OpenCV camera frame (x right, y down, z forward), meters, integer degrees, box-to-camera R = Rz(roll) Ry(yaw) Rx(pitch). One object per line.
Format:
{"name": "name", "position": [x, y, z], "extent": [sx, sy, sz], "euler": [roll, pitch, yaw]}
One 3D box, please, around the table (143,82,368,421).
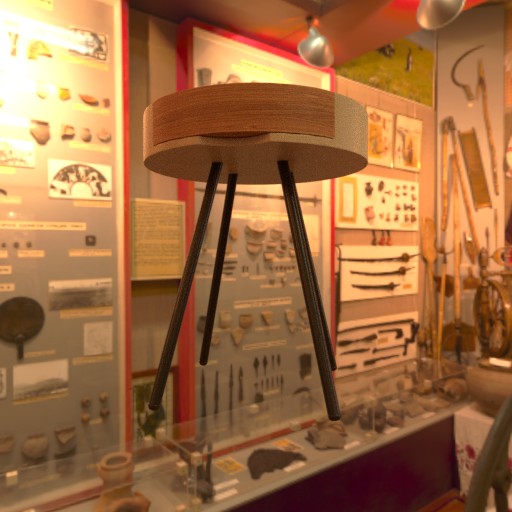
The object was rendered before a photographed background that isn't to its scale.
{"name": "table", "position": [0.000, 0.000, 0.882], "extent": [0.450, 0.525, 0.450], "euler": [0, 1, 0]}
